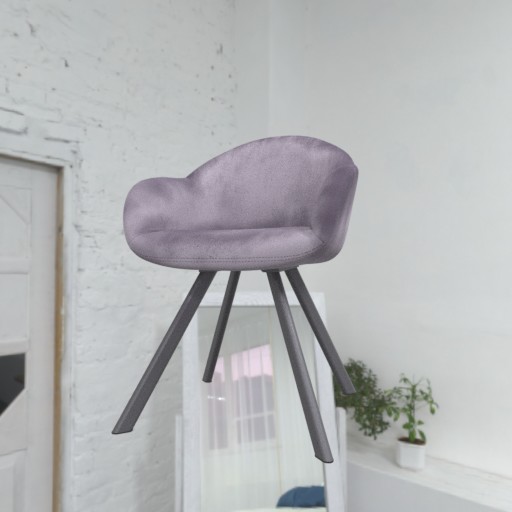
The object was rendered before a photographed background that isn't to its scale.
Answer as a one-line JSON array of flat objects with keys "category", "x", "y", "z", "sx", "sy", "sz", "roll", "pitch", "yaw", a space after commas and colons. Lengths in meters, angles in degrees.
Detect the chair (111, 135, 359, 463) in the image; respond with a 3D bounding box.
[{"category": "chair", "x": 0.000, "y": 0.000, "z": 1.194, "sx": 0.550, "sy": 0.795, "sz": 0.590, "roll": 0, "pitch": -1, "yaw": 18}]
